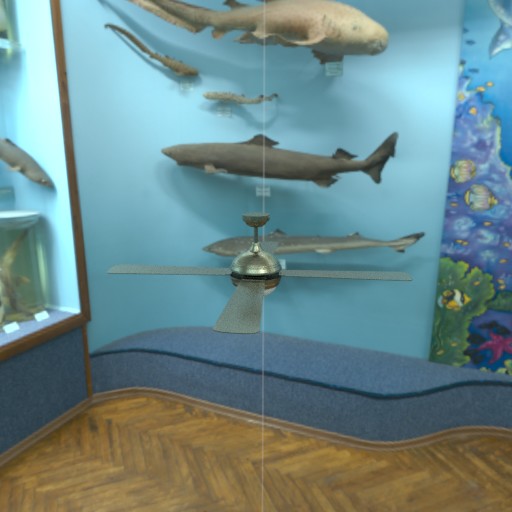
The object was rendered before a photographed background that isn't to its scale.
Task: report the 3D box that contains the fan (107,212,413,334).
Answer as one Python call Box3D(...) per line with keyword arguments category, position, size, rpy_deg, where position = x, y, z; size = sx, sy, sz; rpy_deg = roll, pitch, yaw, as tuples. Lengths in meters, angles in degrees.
Box3D(category="fan", position=(0.000, 0.000, 2.015), size=(1.321, 0.381, 1.321), rpy_deg=(7, 15, 25))
